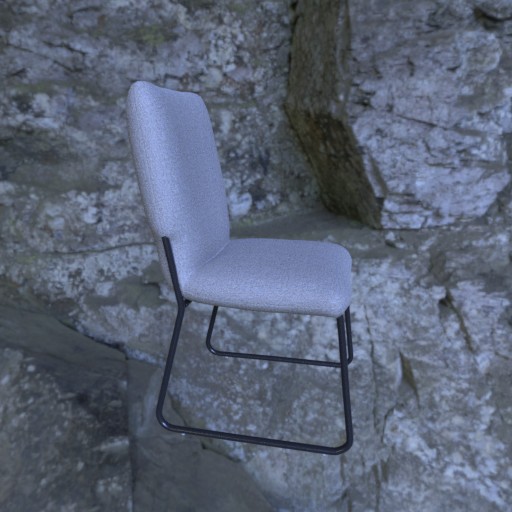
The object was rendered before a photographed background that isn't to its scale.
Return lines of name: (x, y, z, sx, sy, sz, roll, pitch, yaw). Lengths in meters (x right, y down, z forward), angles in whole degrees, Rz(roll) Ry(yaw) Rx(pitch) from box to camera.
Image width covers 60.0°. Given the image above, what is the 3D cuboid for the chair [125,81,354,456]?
chair: (0.000, 0.000, 1.201, 0.560, 0.864, 0.448, 3, 16, 11)
